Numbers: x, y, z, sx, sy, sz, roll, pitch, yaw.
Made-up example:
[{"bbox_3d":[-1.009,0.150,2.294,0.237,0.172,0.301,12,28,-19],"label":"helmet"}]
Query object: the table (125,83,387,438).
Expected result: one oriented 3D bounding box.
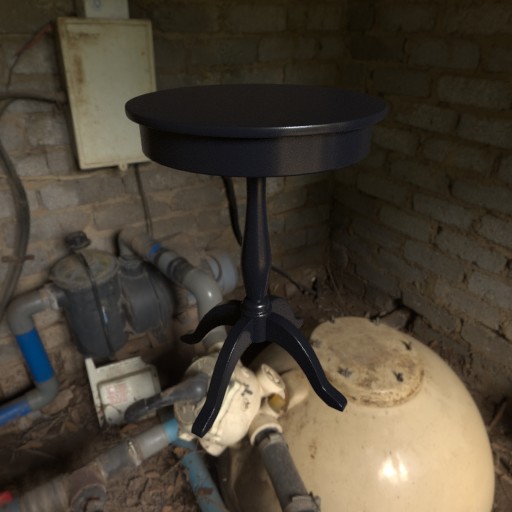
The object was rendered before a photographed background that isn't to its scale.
[{"bbox_3d":[0.000,0.000,0.986,0.481,0.665,0.481,0,28,0],"label":"table"}]
